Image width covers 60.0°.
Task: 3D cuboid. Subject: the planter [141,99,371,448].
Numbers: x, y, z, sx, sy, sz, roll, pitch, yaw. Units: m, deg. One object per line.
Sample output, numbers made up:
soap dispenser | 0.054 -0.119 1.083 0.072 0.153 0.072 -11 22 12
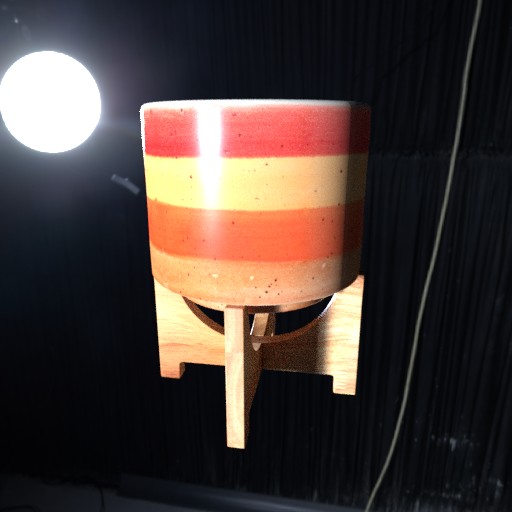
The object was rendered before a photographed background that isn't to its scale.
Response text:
planter | 0.000 0.000 0.415 0.199 0.268 0.199 0 17 0
